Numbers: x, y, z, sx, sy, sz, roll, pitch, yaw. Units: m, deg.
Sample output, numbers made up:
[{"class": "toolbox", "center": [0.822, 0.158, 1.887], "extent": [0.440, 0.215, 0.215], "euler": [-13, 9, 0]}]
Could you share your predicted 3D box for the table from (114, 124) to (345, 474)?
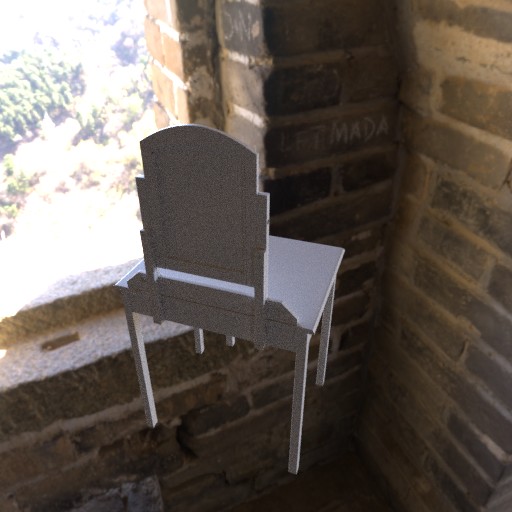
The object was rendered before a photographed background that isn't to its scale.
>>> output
[{"class": "table", "center": [0.000, 0.000, 2.283], "extent": [0.876, 1.631, 1.211], "euler": [11, 33, 17]}]
